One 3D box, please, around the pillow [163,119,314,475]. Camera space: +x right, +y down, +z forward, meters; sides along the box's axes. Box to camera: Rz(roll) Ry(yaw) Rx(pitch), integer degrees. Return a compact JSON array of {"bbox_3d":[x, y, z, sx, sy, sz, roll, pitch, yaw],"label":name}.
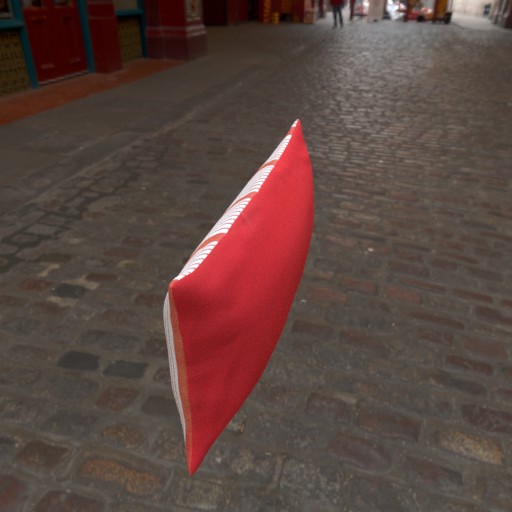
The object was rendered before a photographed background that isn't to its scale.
[{"bbox_3d":[0.000,0.000,0.732,0.151,0.297,0.608,8,32,13],"label":"pillow"}]
